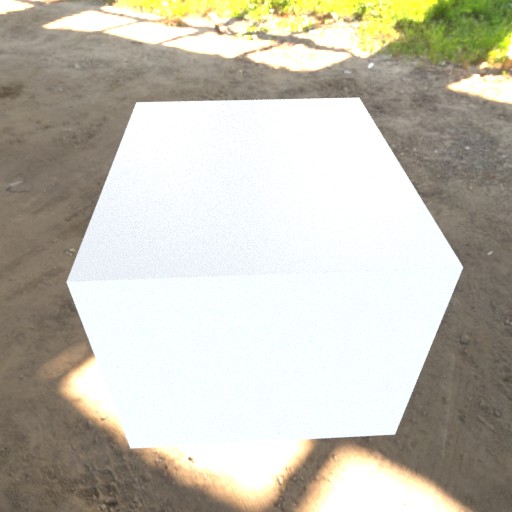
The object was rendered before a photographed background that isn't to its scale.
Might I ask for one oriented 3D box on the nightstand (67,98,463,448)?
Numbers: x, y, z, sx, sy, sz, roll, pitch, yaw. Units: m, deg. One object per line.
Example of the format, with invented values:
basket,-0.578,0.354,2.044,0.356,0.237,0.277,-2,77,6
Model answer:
nightstand,0.000,0.000,0.747,0.408,0.351,0.470,-2,41,-2
